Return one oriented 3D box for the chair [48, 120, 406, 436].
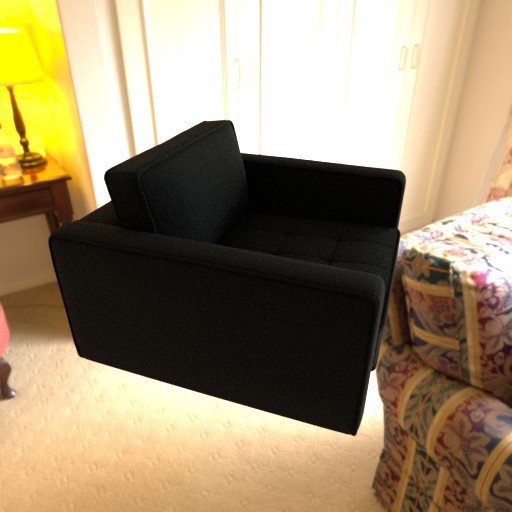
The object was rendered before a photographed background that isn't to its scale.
[{"bbox_3d":[0.000,0.000,1.532,0.920,0.770,0.899,10,31,17],"label":"chair"}]
